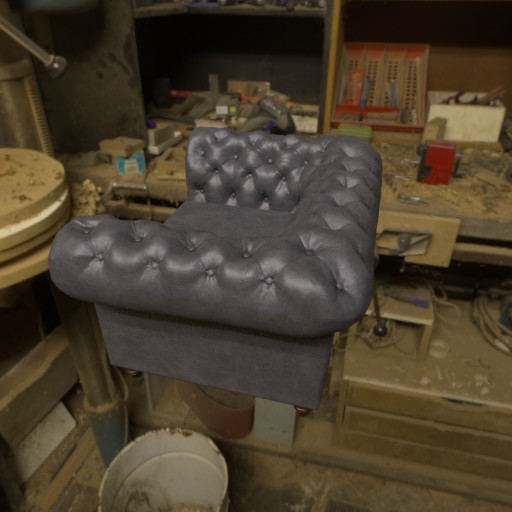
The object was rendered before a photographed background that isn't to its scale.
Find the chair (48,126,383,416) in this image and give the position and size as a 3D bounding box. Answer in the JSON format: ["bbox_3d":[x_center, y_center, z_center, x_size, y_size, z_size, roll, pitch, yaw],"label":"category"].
[{"bbox_3d":[0.000,0.000,1.865,0.943,0.780,1.298,8,33,13],"label":"chair"}]
